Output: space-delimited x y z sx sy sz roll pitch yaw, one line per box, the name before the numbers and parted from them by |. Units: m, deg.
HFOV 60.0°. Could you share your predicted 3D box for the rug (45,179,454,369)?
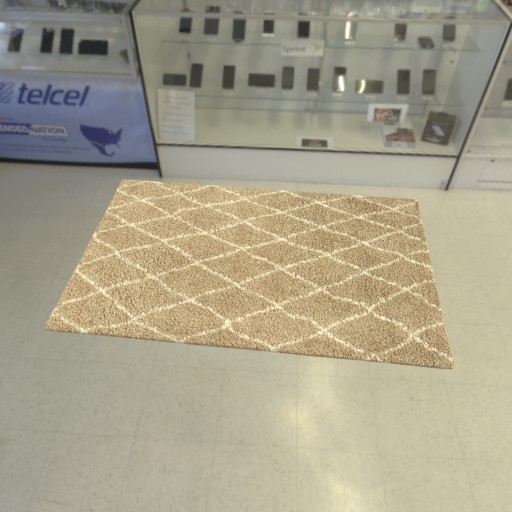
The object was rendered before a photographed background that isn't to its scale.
rug | 0.000 0.000 3.132 2.438 0.030 1.524 5 46 4
